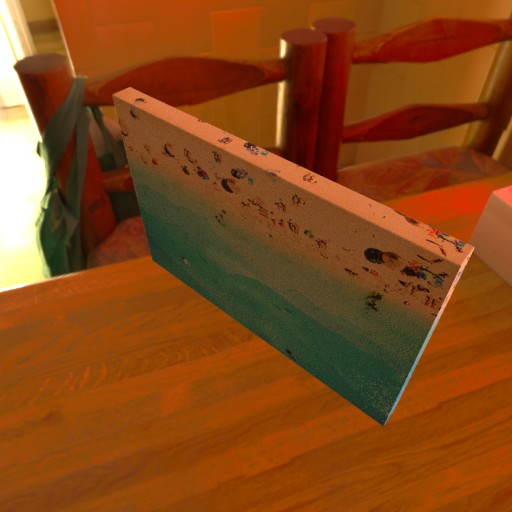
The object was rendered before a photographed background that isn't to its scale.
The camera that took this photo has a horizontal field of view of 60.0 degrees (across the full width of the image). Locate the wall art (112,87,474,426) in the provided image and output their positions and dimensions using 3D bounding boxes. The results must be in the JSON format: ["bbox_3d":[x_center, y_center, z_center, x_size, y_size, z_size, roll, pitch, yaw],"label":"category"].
[{"bbox_3d":[0.000,0.000,0.766,0.609,0.406,0.039,32,53,27],"label":"wall art"}]
